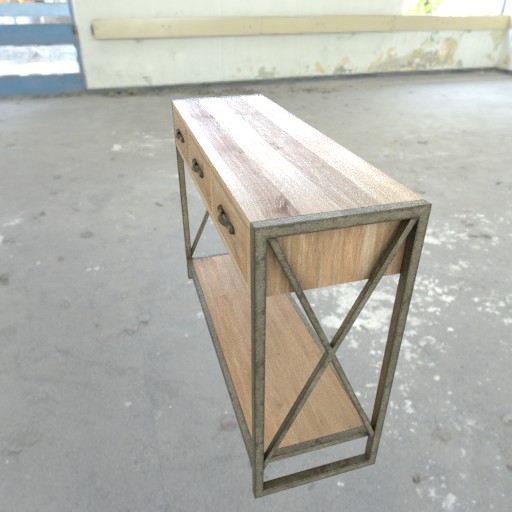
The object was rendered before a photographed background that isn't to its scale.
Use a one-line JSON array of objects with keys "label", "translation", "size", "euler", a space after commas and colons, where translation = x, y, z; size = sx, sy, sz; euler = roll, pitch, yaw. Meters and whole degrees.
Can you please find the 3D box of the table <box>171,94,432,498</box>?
[{"label": "table", "translation": [0.000, 0.000, 1.394], "size": [0.361, 0.763, 1.059], "euler": [-9, 32, -14]}]
